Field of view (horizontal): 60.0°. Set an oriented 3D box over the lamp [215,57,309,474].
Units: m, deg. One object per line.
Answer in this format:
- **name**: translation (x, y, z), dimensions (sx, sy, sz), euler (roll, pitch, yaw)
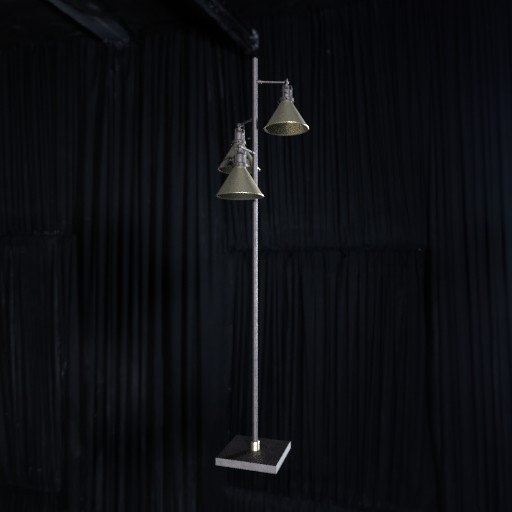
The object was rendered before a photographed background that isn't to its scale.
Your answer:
- **lamp**: translation (0.000, 0.000, 1.885), dimensions (0.428, 1.716, 0.415), euler (0, -1, 17)
